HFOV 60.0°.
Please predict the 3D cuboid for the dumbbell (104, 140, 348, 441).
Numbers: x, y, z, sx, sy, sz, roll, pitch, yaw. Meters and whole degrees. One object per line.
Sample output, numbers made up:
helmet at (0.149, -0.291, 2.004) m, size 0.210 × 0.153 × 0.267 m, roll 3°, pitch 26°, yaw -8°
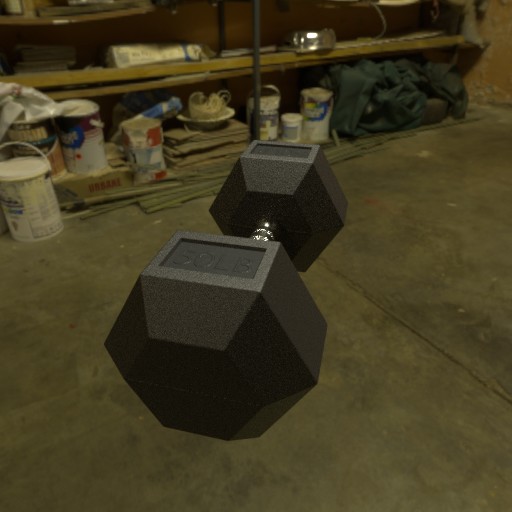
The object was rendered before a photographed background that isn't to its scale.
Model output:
dumbbell at (0.000, 0.000, 0.473) m, size 0.173 × 0.150 × 0.384 m, roll 7°, pitch 32°, yaw 12°
